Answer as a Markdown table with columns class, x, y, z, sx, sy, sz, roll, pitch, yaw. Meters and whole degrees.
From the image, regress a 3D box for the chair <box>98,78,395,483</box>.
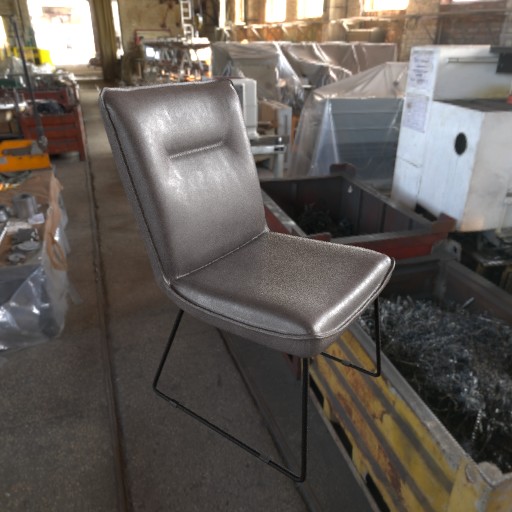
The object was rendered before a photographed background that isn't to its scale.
| class | x | y | z | sx | sy | sz | roll | pitch | yaw |
| --- | --- | --- | --- | --- | --- | --- | --- | --- | --- |
| chair | 0.000 | 0.000 | 1.304 | 0.688 | 0.932 | 0.515 | 18 | 31 | 32 |
